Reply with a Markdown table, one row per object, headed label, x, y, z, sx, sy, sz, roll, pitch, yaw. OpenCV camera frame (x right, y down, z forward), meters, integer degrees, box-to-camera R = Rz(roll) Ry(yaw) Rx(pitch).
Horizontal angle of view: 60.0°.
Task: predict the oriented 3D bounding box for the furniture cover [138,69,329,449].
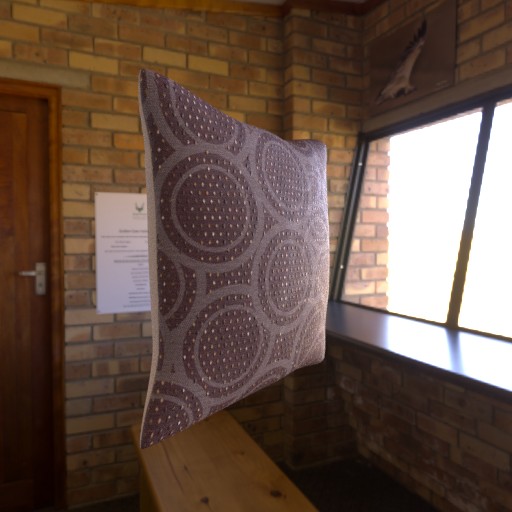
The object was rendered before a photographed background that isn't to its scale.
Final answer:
| label | x | y | z | sx | sy | sz | roll | pitch | yaw |
| --- | --- | --- | --- | --- | --- | --- | --- | --- | --- |
| furniture cover | 0.000 | 0.000 | 0.812 | 0.193 | 0.509 | 0.552 | 1 | 2 | 34 |
